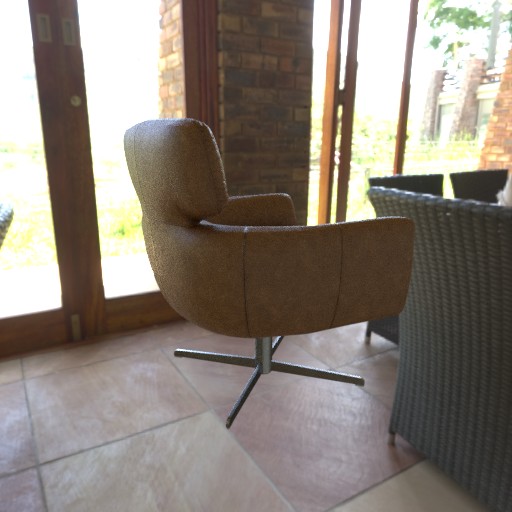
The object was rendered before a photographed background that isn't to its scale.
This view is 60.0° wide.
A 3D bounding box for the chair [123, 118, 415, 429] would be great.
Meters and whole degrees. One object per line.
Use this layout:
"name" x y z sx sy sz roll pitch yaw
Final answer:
"chair" 0.000 0.000 1.396 0.715 0.812 0.706 -7 16 -26
